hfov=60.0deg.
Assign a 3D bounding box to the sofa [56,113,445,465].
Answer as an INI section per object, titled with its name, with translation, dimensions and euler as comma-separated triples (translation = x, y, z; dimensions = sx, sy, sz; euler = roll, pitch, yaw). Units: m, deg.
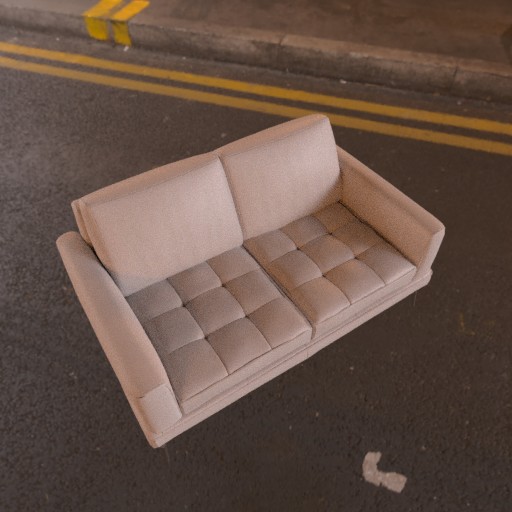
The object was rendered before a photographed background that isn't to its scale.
[sofa]
translation = 0.000, 0.000, 2.426
dimensions = 1.819, 0.930, 1.121
euler = -26, 52, -22
